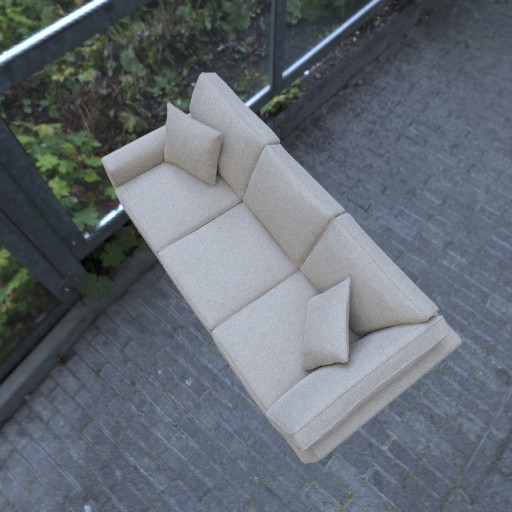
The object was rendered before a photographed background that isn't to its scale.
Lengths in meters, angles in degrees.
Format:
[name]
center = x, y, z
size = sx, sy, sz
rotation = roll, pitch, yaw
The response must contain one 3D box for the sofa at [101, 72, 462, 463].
[sofa]
center = 0.000, 0.000, 2.849
size = 1.061, 0.962, 2.317
rotation = -33, 68, -15
